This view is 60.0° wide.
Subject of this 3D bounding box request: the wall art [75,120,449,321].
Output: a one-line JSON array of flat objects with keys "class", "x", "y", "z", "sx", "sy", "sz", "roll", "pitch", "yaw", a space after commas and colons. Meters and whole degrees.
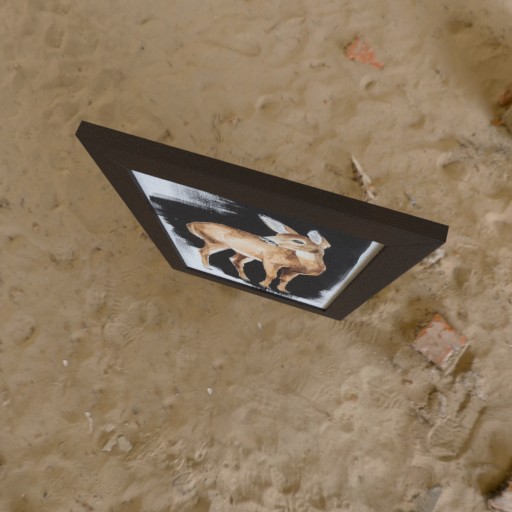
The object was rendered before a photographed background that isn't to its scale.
[{"class": "wall art", "x": 0.000, "y": 0.000, "z": 0.657, "sx": 0.359, "sy": 0.513, "sz": 0.017, "roll": 17, "pitch": 75, "yaw": 5}]
